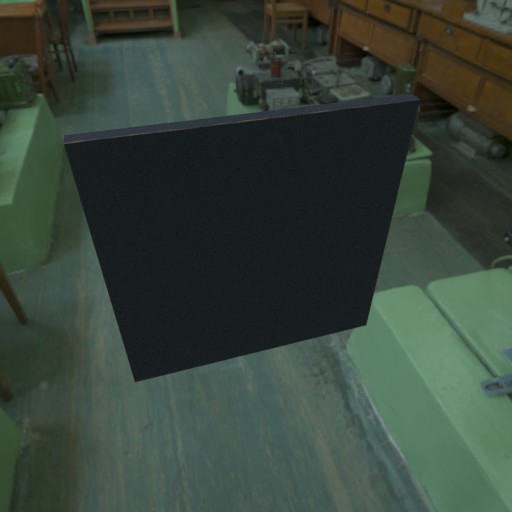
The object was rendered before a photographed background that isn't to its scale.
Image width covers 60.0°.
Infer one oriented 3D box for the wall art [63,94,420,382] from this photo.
[{"bbox_3d":[0.000,0.000,1.169,0.762,0.762,0.038,-11,41,-13],"label":"wall art"}]
